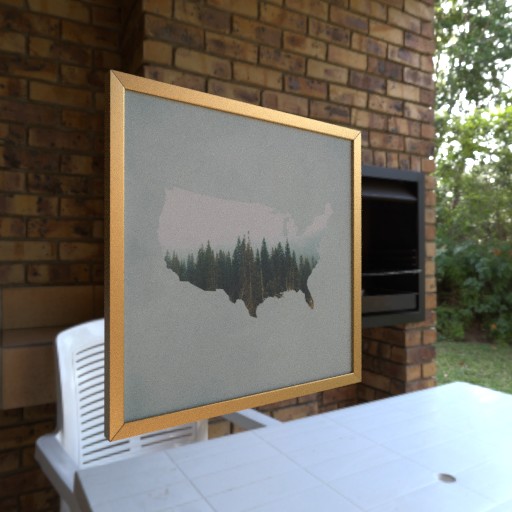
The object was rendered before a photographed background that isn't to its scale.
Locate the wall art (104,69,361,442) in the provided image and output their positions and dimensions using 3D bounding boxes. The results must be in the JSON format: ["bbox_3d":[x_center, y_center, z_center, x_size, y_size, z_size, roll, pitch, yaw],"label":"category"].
[{"bbox_3d":[0.000,0.000,1.143,0.762,0.762,0.038,0,0,-36],"label":"wall art"}]
